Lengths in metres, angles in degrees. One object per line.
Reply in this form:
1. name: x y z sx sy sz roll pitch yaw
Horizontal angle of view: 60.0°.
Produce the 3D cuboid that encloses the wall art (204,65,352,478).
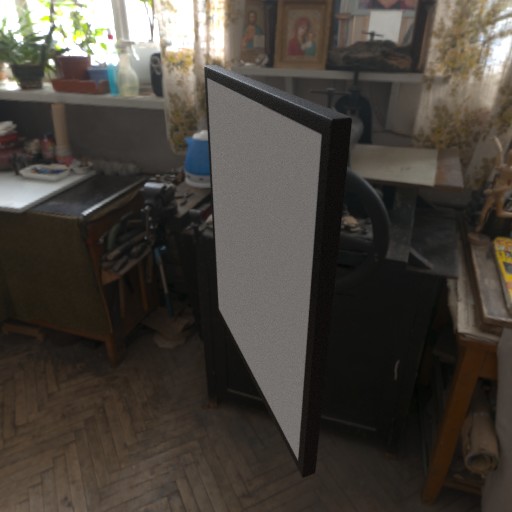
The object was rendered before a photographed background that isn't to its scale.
1. wall art: 0.000 0.000 0.695 0.021 0.509 0.430 -11 31 -18
